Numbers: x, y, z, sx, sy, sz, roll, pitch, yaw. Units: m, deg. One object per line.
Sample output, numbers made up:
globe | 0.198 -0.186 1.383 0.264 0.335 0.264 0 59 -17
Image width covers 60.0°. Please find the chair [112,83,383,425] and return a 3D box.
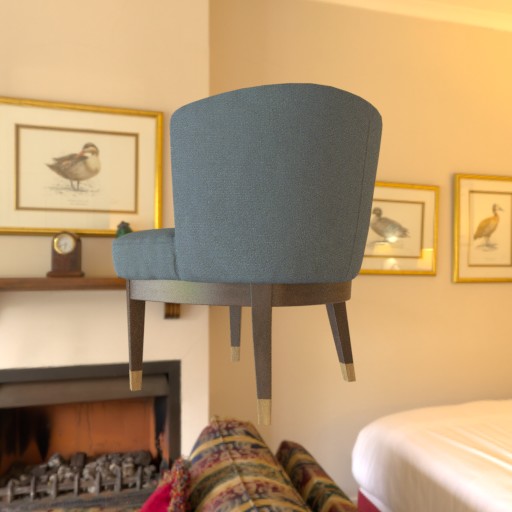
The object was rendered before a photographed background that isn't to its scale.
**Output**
chair | 0.000 0.000 1.292 0.702 0.760 0.661 -1 -1 37
